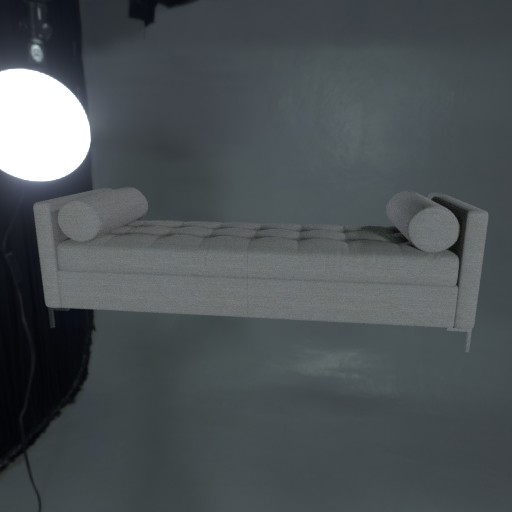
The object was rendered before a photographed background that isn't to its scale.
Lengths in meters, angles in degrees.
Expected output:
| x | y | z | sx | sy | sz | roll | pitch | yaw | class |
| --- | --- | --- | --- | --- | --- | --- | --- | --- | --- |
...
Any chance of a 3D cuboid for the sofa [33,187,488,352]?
| x | y | z | sx | sy | sz | roll | pitch | yaw | class |
| --- | --- | --- | --- | --- | --- | --- | --- | --- | --- |
| 0.000 | 0.000 | 2.299 | 1.981 | 0.635 | 0.686 | 2 | 15 | 7 | sofa |
